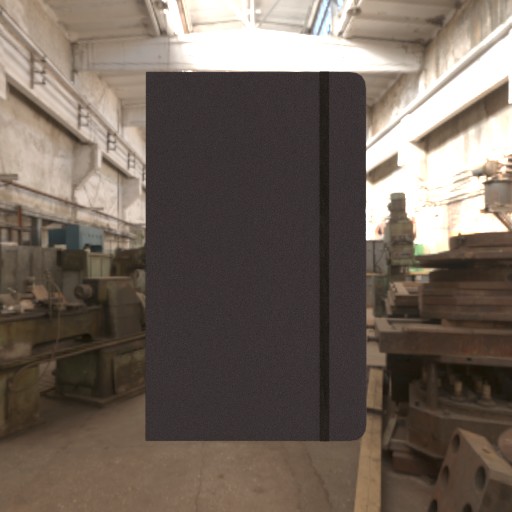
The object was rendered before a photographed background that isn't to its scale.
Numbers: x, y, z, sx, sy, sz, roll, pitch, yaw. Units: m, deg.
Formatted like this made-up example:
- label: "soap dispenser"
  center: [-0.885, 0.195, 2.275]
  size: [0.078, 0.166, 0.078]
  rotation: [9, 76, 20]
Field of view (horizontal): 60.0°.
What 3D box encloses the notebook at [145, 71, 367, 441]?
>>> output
- label: "notebook"
  center: [0.000, 0.000, 0.262]
  size: [0.127, 0.213, 0.016]
  rotation: [0, 0, 0]
